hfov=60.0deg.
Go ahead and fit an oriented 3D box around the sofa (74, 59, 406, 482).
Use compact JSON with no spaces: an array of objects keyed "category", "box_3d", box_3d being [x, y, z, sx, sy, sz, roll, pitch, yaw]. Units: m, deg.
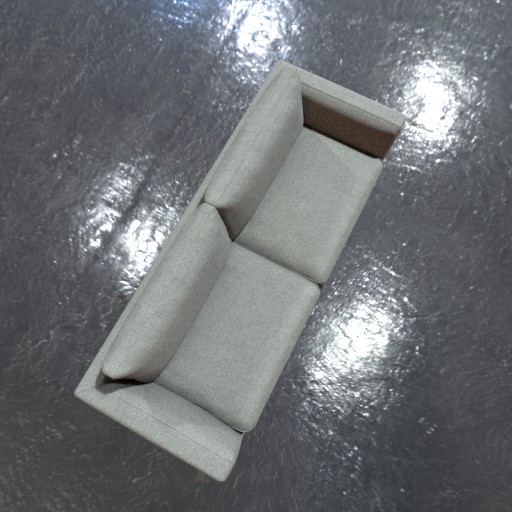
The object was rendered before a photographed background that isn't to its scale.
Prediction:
[{"category":"sofa","box_3d":[0.000,0.000,2.598,0.869,1.002,2.212,27,76,7]}]
